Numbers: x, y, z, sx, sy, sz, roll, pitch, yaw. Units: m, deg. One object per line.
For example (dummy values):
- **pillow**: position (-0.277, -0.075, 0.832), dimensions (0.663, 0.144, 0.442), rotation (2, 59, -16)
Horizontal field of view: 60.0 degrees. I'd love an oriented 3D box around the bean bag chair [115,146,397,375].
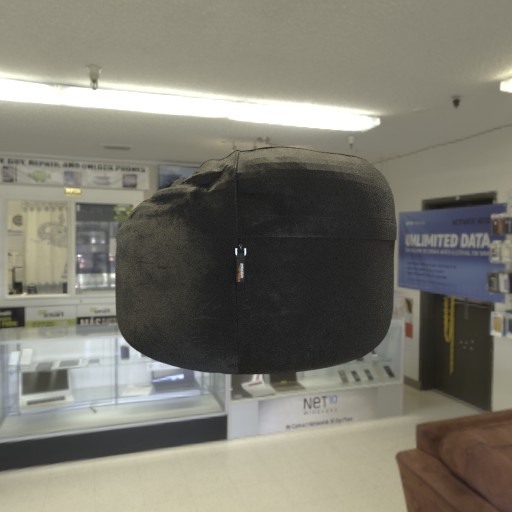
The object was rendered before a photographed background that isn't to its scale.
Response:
- **bean bag chair**: position (0.000, 0.000, 1.506), dimensions (0.918, 0.605, 0.918), rotation (0, 2, 0)
